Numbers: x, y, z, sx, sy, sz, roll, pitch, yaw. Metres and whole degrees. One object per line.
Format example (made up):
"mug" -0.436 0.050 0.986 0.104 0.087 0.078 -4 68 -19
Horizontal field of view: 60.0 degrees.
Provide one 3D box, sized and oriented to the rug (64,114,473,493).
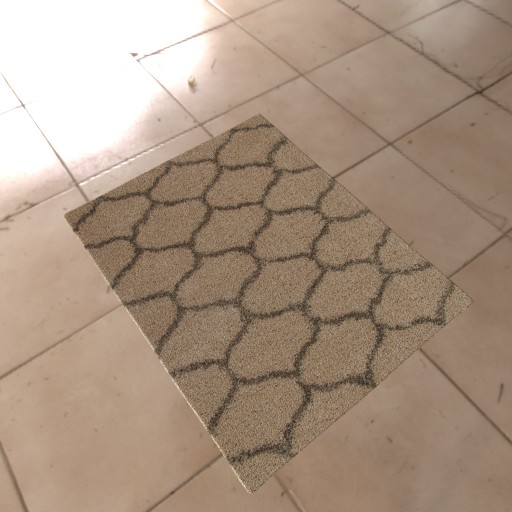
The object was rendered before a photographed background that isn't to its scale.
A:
"rug" 0.000 0.000 4.020 2.399 0.026 3.000 -33 63 -19
